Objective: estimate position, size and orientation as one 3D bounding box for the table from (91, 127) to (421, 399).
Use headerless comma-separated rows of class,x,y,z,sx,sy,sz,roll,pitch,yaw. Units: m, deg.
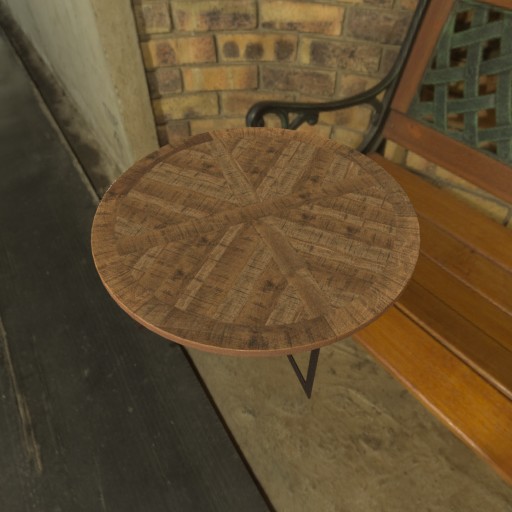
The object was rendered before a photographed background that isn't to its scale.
table,0.000,0.000,1.938,1.264,0.516,1.264,0,47,0
